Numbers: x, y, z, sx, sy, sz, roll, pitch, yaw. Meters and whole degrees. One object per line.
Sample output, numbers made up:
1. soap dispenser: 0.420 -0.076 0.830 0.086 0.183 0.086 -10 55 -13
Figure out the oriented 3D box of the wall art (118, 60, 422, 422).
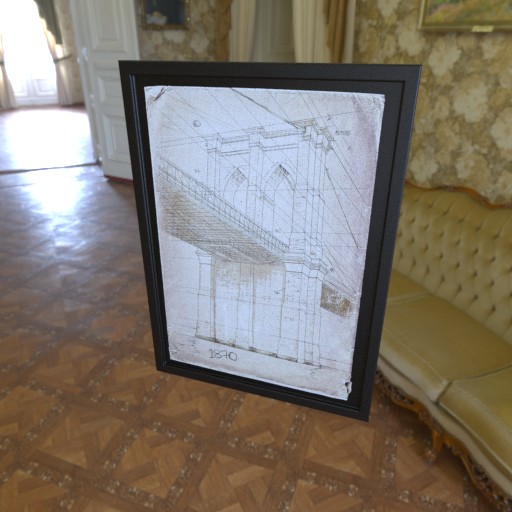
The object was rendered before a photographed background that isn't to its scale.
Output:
1. wall art: 0.000 0.000 0.819 0.480 0.657 0.016 8 27 17
